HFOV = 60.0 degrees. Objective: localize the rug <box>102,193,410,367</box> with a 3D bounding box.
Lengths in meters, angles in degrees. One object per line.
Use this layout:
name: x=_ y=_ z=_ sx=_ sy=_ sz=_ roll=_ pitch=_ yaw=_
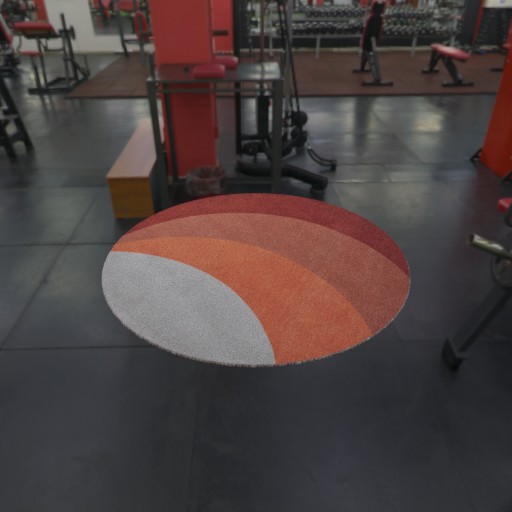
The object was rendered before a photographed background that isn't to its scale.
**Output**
rug: x=0.000 y=0.000 z=2.264 sx=1.514 sy=0.015 sz=1.514 roll=0 pitch=32 yaw=0
